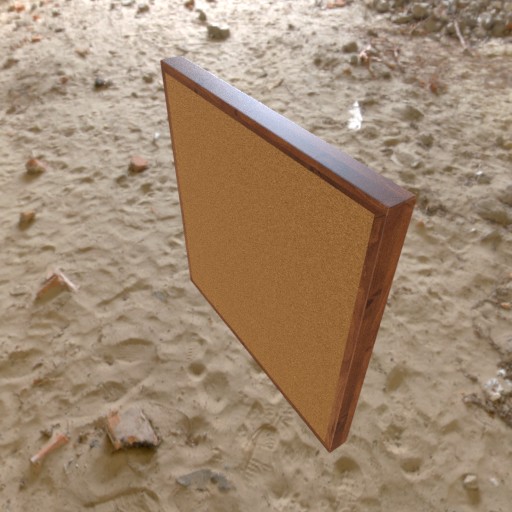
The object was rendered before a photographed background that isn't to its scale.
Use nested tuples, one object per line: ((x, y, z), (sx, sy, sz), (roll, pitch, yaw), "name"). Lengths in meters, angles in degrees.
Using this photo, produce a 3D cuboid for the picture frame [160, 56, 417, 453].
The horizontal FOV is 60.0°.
((0.000, 0.000, 0.522), (0.028, 0.356, 0.352), (-24, 47, -25), "picture frame")
